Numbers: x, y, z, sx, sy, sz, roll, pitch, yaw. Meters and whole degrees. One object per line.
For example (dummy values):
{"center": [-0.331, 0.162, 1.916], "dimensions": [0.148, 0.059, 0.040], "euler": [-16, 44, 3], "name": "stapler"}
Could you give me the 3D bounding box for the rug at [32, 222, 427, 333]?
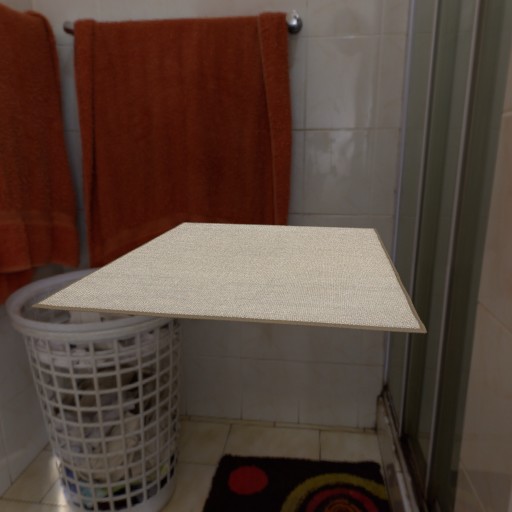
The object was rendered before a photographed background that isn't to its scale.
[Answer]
{"center": [0.000, 0.000, 4.057], "dimensions": [2.413, 0.020, 3.041], "euler": [2, 15, 9], "name": "rug"}
